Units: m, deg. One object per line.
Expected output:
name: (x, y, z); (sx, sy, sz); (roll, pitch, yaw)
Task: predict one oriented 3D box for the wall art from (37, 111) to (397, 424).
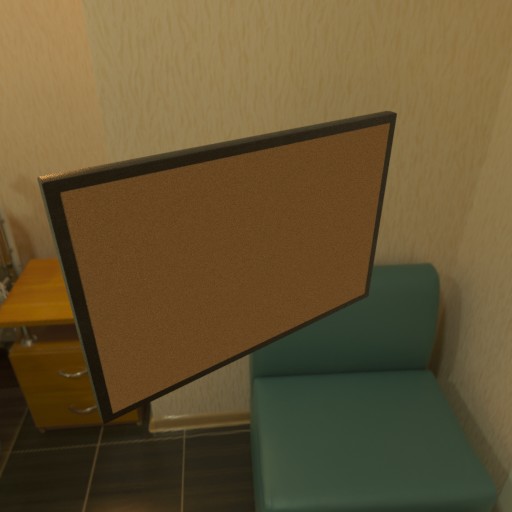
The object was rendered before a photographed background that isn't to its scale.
wall art: (0.000, 0.000, 1.142); (0.912, 0.612, 0.038); (-20, 36, -30)
